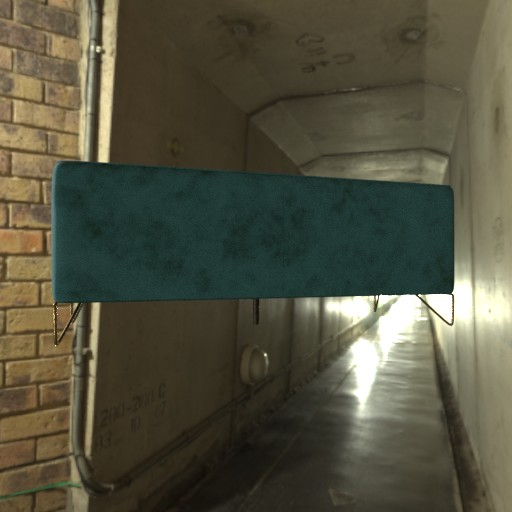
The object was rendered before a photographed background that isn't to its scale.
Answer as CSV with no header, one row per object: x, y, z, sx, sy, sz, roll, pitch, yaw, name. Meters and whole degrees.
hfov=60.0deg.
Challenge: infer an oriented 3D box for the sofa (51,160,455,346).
0.000,0.000,2.552,2.087,0.789,0.867,0,-1,-17,sofa
